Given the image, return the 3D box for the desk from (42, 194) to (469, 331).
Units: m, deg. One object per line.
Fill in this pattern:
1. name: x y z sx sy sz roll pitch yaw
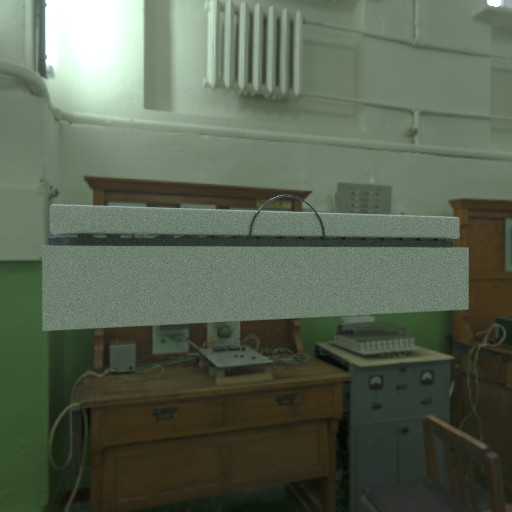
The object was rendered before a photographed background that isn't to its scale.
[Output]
1. desk: 0.000 0.000 2.298 1.900 0.526 0.900 0 0 -18
